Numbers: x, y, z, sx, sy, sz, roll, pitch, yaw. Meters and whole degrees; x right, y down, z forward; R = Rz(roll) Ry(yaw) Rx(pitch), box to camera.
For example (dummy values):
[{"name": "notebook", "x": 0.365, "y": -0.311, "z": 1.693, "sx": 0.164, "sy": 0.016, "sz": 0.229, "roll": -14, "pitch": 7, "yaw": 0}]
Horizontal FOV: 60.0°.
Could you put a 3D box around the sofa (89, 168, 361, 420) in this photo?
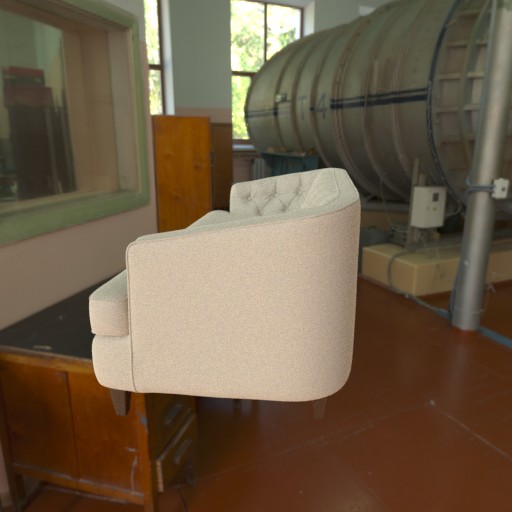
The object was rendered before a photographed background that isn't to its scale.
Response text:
[{"name": "sofa", "x": 0.000, "y": 0.000, "z": 2.225, "sx": 0.941, "sy": 0.855, "sz": 1.733, "roll": 2, "pitch": 15, "yaw": 8}]
